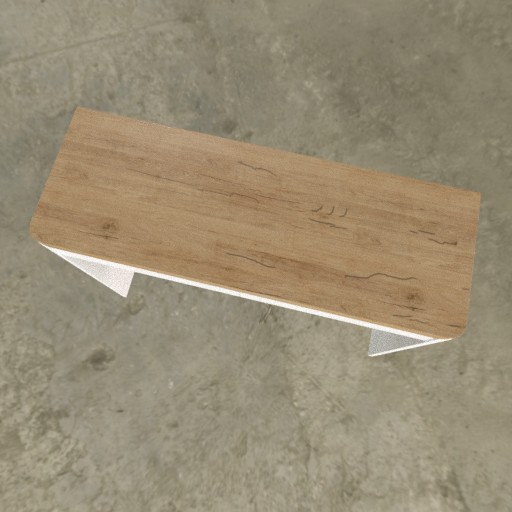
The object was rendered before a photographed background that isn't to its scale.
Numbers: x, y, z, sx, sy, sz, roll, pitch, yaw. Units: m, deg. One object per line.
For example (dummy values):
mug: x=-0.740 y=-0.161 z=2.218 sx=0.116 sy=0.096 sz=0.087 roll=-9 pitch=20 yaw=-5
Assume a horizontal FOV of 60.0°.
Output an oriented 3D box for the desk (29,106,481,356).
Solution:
desk: x=0.000 y=0.000 z=1.491 sx=1.100 sy=0.760 sz=0.390 roll=13 pitch=75 yaw=4
